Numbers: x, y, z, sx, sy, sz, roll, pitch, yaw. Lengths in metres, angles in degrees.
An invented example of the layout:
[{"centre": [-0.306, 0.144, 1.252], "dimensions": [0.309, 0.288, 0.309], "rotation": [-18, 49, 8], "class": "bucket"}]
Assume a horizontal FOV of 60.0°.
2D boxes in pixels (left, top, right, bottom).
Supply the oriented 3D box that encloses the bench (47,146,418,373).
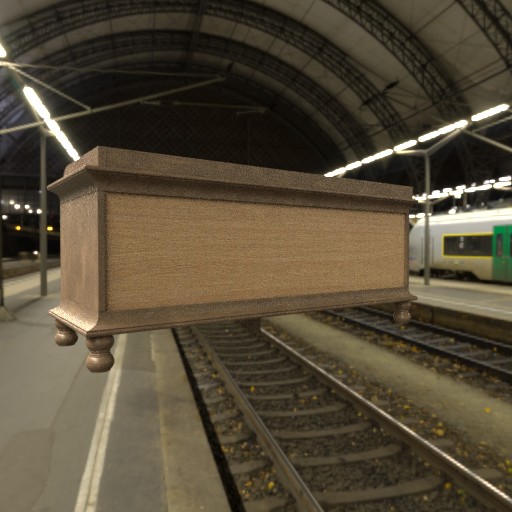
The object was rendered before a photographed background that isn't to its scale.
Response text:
[{"centre": [0.000, 0.000, 1.453], "dimensions": [1.185, 0.501, 0.402], "rotation": [-1, 1, -36], "class": "bench"}]
